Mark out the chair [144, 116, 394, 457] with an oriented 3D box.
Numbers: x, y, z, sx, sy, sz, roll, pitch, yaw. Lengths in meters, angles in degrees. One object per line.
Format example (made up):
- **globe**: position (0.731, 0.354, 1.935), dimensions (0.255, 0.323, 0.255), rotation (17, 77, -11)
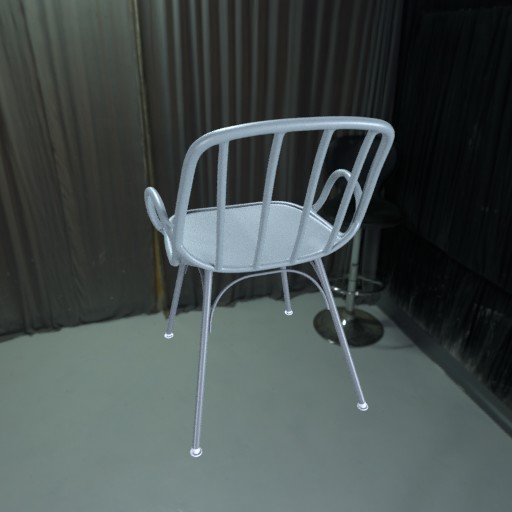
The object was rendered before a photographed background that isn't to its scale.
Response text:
- **chair**: position (0.000, 0.000, 1.221), dimensions (0.549, 0.816, 0.597), rotation (-8, 27, -17)
